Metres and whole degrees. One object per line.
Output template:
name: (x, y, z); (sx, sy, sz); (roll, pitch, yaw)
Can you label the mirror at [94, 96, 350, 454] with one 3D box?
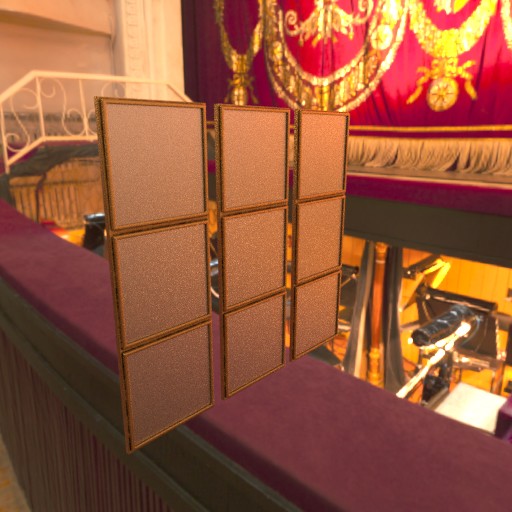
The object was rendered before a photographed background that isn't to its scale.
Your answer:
mirror: (0.000, 0.000, 1.444); (0.023, 0.926, 1.011); (14, 21, 42)
